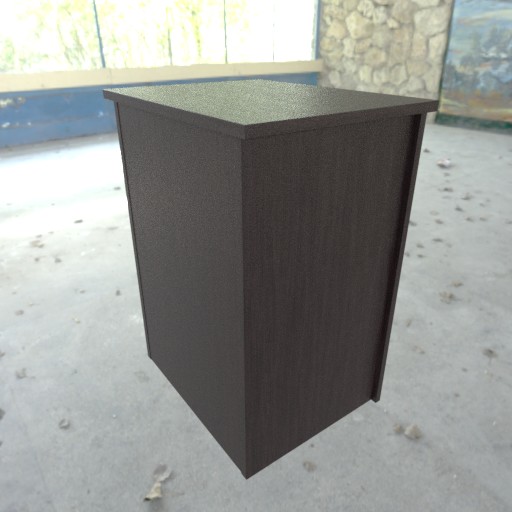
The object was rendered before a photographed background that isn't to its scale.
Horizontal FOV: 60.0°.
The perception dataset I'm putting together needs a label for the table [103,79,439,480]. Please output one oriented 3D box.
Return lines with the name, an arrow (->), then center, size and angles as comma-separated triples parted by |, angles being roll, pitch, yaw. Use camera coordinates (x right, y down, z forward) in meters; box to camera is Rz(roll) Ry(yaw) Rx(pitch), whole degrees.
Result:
table -> 0.000, 0.000, 0.920 | 0.381, 0.635, 0.480 | -18, 31, -32
